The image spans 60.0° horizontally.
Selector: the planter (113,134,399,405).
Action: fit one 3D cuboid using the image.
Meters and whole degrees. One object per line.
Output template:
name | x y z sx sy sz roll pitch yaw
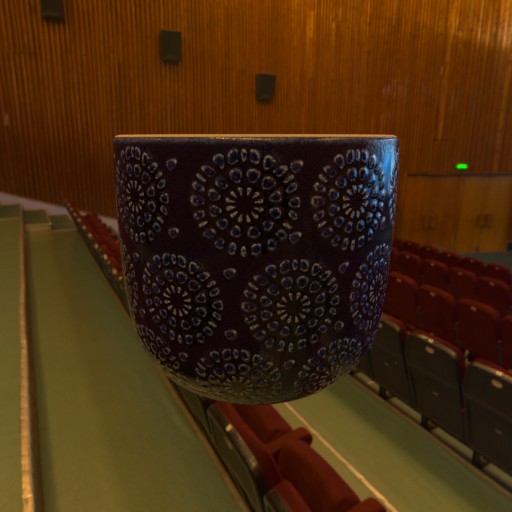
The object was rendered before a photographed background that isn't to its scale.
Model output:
planter | 0.000 0.000 0.283 0.165 0.149 0.165 0 15 0
